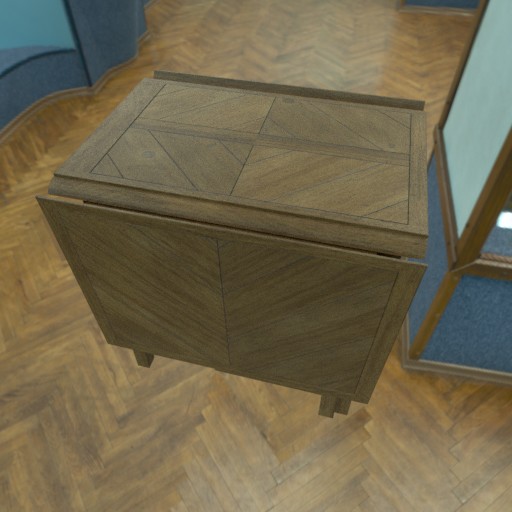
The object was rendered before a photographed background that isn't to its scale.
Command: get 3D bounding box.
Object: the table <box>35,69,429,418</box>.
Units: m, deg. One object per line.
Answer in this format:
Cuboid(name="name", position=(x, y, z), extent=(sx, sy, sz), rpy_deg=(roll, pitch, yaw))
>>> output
Cuboid(name="table", position=(0.000, 0.000, 1.276), extent=(0.746, 0.763, 0.591), rpy_deg=(10, 48, 10))
